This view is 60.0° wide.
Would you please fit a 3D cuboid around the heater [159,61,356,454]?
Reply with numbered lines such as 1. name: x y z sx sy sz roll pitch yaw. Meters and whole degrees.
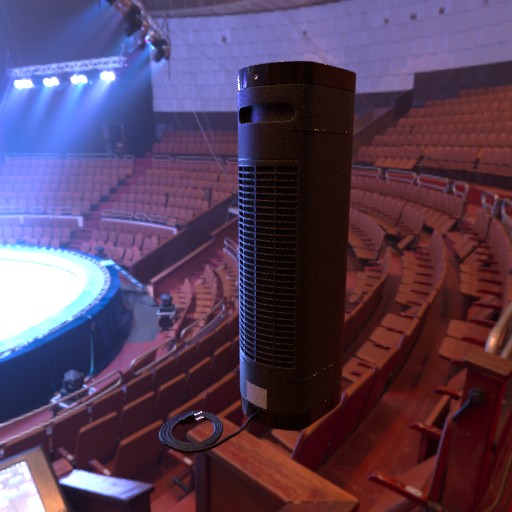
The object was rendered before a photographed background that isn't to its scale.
1. heater: 0.000 0.000 0.690 0.174 0.552 0.312 12 17 42
